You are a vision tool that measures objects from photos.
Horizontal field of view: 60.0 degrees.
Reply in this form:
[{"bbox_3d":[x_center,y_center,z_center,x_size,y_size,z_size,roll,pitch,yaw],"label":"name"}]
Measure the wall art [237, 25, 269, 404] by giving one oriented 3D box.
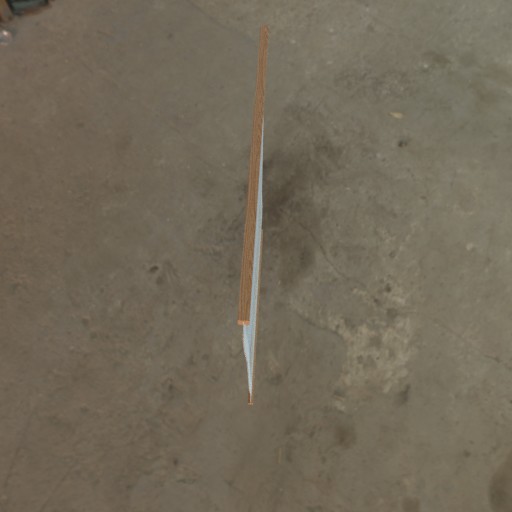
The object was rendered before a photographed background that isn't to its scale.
[{"bbox_3d":[0.000,0.000,1.361,0.020,1.016,0.739,3,64,1],"label":"wall art"}]
